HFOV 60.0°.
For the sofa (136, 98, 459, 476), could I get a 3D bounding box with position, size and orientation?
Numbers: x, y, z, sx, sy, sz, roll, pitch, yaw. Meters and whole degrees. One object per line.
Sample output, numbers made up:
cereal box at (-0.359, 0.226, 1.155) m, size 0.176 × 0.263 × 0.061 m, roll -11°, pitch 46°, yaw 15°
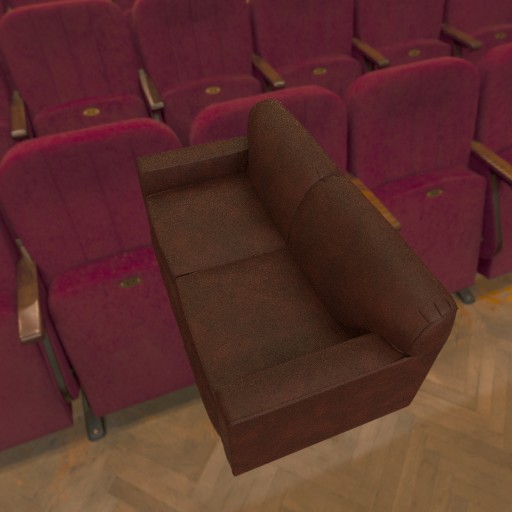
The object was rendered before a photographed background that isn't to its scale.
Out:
sofa at (0.000, 0.000, 2.421) m, size 1.000 × 0.966 × 1.856 m, roll -16°, pitch 48°, yaw -14°
